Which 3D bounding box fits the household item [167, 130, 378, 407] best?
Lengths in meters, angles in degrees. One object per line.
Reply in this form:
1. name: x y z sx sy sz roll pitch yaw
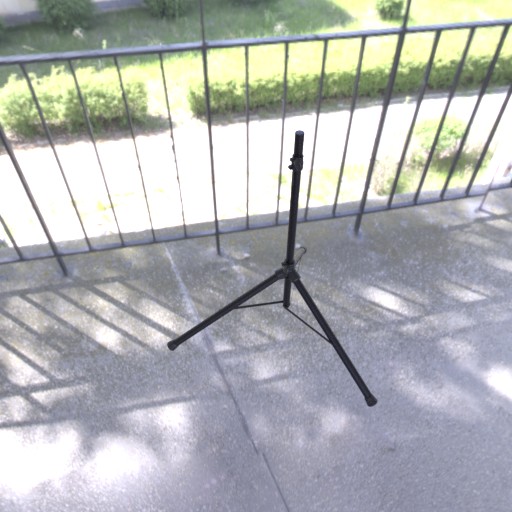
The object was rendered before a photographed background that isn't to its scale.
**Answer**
1. household item: 0.000 0.000 1.894 0.907 1.136 1.045 -9 47 -9
